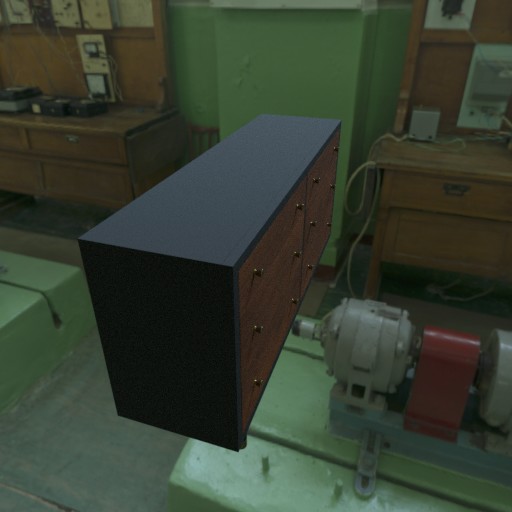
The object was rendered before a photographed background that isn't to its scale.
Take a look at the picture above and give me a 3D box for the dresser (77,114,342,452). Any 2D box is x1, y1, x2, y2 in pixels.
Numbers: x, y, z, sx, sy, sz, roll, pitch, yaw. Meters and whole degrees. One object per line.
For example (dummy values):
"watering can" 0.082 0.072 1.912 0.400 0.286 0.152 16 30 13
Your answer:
"dresser" 0.000 0.000 1.958 0.463 0.872 1.558 10 31 16
